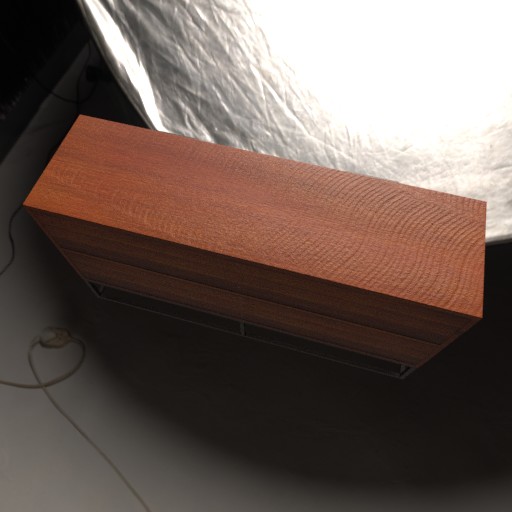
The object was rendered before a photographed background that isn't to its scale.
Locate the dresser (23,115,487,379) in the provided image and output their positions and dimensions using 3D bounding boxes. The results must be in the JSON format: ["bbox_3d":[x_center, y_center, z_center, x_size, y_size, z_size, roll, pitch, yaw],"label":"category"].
[{"bbox_3d":[0.000,0.000,1.885,1.536,0.810,0.464,14,63,7],"label":"dresser"}]
